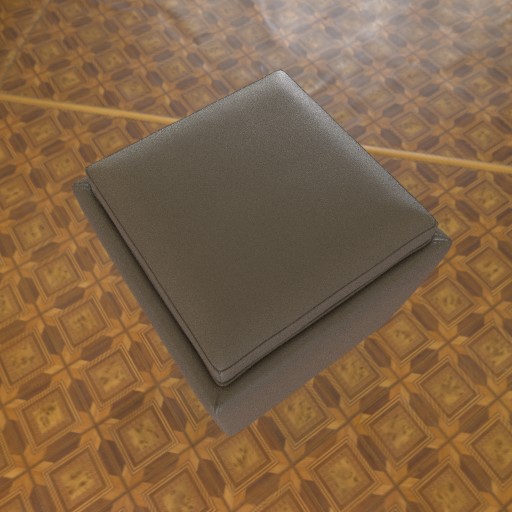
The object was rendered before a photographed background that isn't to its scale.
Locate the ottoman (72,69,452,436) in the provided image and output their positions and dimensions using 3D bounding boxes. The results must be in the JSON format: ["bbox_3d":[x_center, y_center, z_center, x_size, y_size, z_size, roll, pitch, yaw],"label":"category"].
[{"bbox_3d":[0.000,0.000,0.832,0.450,0.460,0.451,-32,68,-15],"label":"ottoman"}]
